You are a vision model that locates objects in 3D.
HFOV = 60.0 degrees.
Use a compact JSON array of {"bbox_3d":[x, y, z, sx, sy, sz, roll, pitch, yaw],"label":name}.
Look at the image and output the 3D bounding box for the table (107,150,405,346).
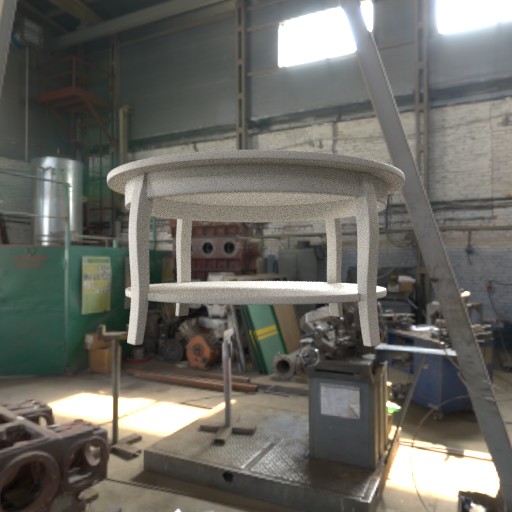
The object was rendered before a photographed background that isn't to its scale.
[{"bbox_3d":[0.000,0.000,1.426,0.910,0.457,0.910,0,-1,0],"label":"table"}]
